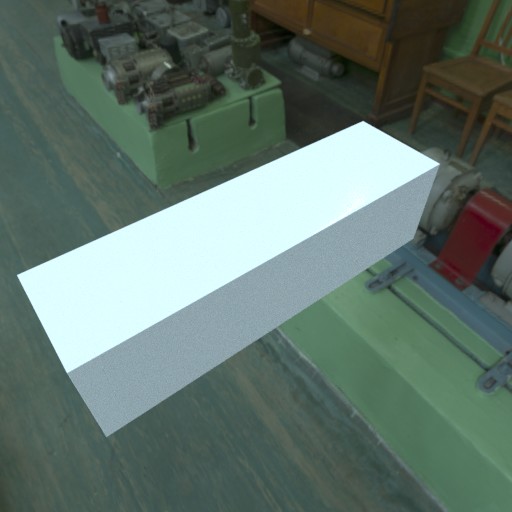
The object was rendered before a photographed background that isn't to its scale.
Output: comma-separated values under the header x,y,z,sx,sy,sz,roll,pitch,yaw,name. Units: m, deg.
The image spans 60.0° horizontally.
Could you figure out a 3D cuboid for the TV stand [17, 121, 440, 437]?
x,y,z,sx,sy,sz,roll,pitch,yaw,name
0.000,0.000,1.698,1.500,0.440,0.410,-29,53,-25,TV stand
